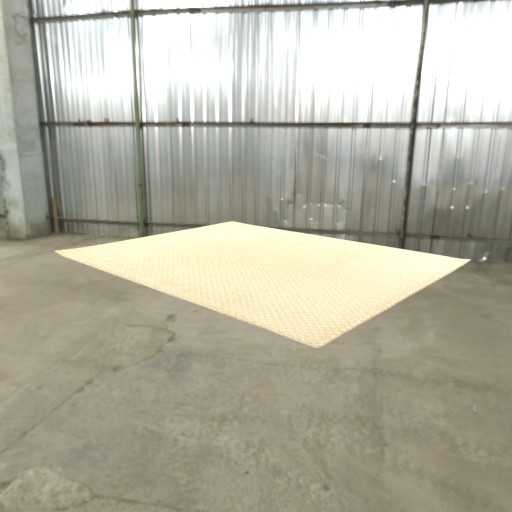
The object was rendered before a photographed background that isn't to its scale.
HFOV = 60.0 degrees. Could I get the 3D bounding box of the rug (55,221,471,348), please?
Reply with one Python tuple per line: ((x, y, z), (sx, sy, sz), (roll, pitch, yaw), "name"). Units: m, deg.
((0.000, 0.000, 3.904), (2.897, 0.035, 2.277), (12, 19, 41), "rug")
